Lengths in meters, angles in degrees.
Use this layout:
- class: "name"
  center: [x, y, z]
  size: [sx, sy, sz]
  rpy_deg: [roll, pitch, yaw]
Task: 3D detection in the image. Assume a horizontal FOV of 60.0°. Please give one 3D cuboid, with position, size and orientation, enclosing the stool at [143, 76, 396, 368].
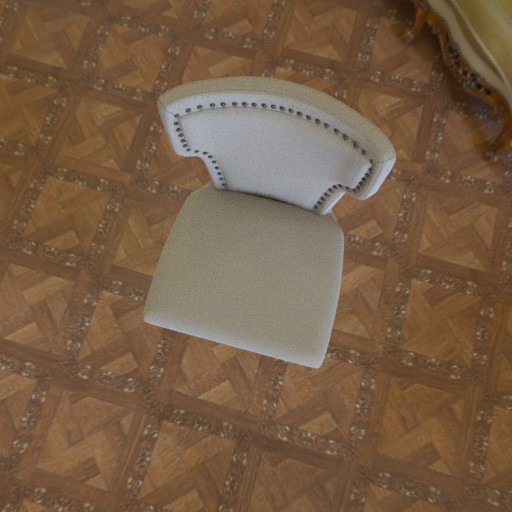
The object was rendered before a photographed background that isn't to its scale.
- class: "stool"
  center: [0.000, 0.000, 1.359]
  size: [0.527, 0.982, 0.563]
  rpy_deg: [14, 76, 4]
